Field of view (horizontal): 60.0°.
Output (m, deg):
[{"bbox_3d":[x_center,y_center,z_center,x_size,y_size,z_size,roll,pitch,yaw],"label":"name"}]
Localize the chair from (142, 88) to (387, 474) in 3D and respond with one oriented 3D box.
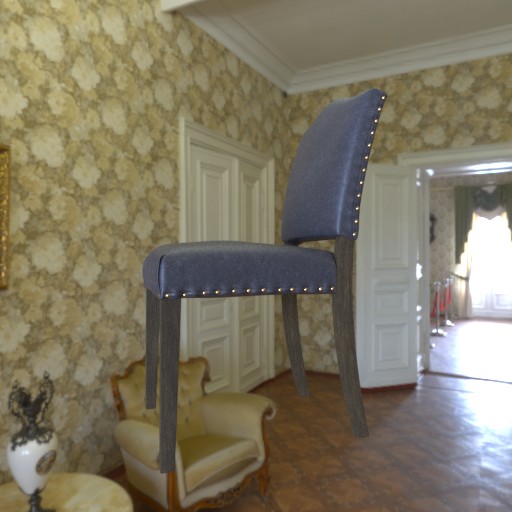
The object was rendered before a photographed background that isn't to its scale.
[{"bbox_3d":[0.000,0.000,1.330,0.633,0.991,0.500,0,-1,-18],"label":"chair"}]
